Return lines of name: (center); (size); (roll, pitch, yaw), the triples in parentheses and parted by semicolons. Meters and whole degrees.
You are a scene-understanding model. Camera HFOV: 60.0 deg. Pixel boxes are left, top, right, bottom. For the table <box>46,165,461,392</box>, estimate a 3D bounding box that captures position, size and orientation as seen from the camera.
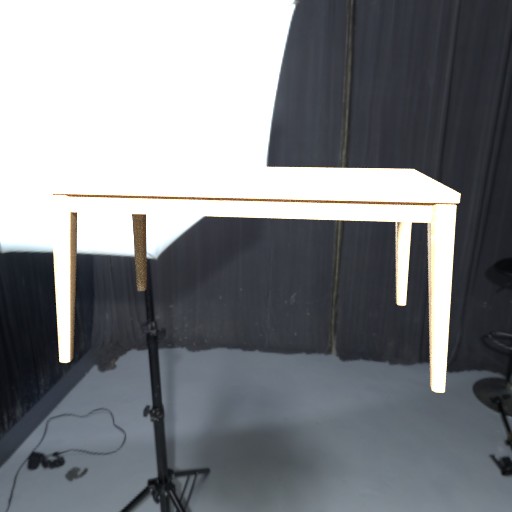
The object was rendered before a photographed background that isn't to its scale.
table: (0.000, 0.000, 2.127); (1.600, 0.760, 0.900); (2, 17, 8)
